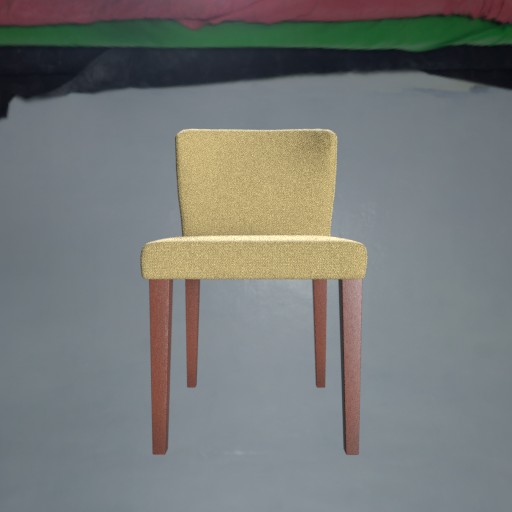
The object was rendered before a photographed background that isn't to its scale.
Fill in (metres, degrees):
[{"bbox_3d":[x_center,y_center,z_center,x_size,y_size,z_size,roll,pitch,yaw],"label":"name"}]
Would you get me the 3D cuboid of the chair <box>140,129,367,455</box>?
[{"bbox_3d":[0.000,0.000,1.201,0.491,0.839,0.589,0,0,0],"label":"chair"}]
